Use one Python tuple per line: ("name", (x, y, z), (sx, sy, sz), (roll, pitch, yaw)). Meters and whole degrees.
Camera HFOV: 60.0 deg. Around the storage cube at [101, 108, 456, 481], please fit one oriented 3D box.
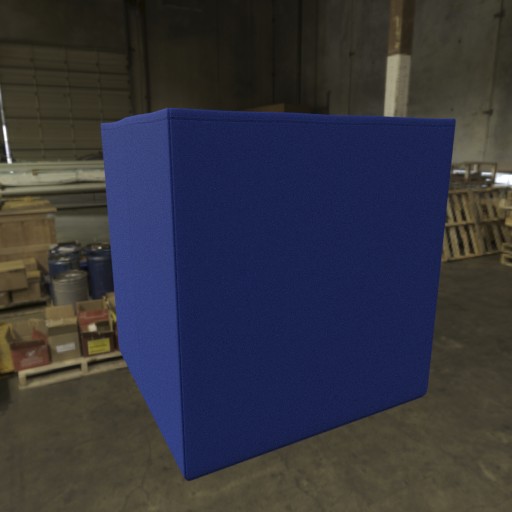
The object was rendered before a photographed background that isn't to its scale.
("storage cube", (0.000, 0.000, 0.482), (0.270, 0.280, 0.270), (-7, 16, -27))
